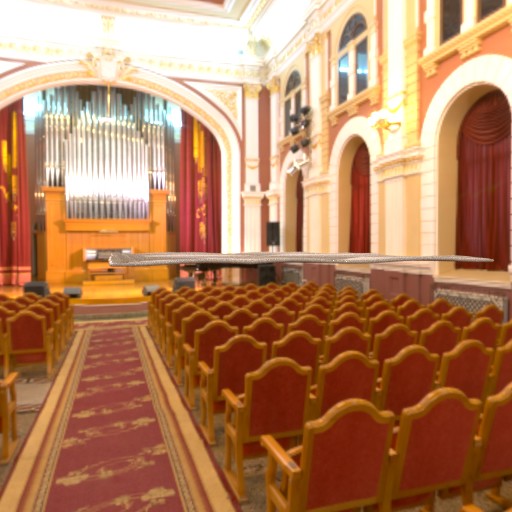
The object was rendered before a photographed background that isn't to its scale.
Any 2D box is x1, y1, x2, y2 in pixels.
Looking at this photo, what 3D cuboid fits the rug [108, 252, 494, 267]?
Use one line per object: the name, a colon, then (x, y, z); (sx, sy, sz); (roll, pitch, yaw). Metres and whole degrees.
rug: (0.000, 0.000, 0.880); (0.551, 0.008, 0.642); (0, 1, -18)
